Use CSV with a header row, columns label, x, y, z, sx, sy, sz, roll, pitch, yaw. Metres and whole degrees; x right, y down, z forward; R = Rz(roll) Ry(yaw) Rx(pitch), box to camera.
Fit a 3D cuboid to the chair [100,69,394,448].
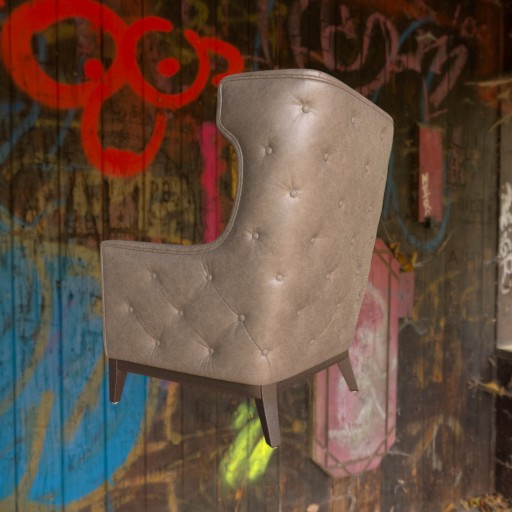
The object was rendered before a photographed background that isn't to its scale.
label,x,y,z,sx,sy,sz,roll,pitch,yaw
chair,0.000,0.000,1.660,0.899,1.079,0.769,1,2,35
